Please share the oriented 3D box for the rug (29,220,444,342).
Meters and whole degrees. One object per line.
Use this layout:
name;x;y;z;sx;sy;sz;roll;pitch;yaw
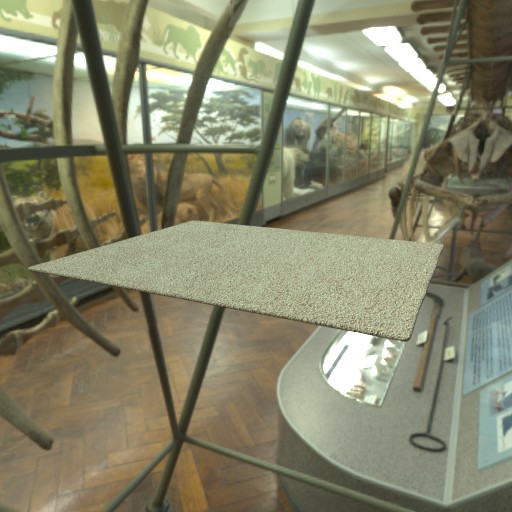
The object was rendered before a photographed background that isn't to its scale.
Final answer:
rug;0.000;0.000;4.083;3.047;0.029;2.438;7;17;25
